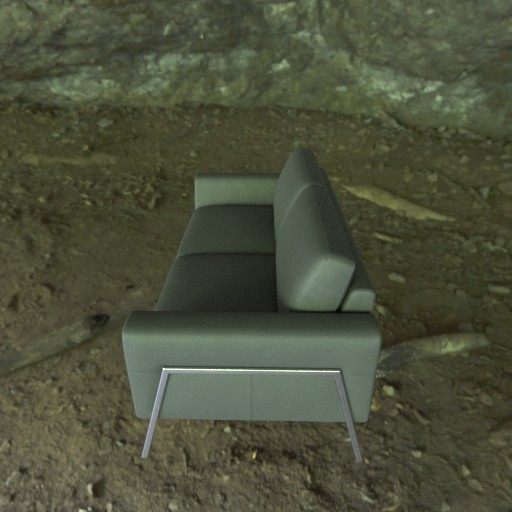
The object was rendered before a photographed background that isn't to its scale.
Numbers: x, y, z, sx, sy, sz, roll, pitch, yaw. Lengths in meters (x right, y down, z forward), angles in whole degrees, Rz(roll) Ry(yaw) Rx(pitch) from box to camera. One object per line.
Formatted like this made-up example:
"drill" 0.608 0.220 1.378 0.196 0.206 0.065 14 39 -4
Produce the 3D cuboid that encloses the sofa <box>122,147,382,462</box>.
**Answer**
"sofa" 0.000 0.000 2.544 0.953 0.875 2.017 1 27 1
